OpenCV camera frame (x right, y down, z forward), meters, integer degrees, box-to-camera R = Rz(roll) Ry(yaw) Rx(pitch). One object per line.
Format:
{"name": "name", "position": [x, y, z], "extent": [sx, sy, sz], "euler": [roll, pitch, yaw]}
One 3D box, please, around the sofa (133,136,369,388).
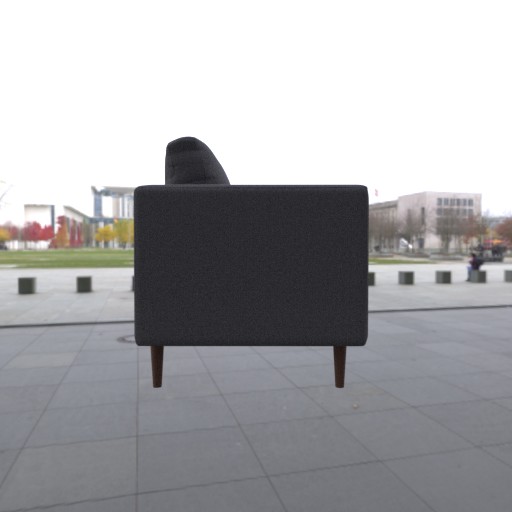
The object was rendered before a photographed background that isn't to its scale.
{"name": "sofa", "position": [0.000, 0.000, 2.454], "extent": [0.802, 0.912, 2.029], "euler": [0, 1, 0]}
